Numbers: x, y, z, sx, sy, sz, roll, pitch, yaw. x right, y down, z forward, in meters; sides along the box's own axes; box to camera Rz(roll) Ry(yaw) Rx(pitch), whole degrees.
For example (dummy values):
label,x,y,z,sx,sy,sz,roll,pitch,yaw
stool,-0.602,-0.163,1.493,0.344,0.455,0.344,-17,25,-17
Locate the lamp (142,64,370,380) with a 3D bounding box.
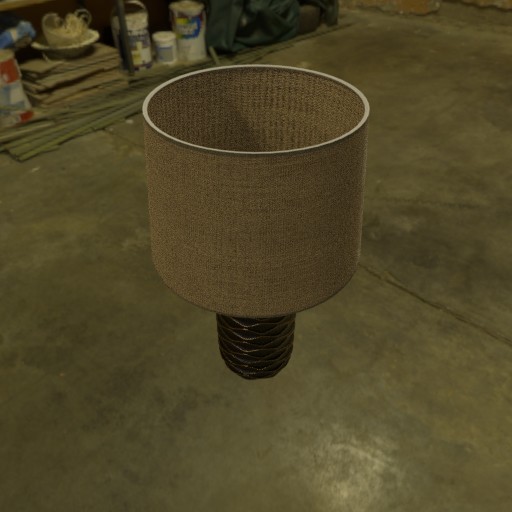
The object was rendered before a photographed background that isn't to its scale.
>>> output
label,x,y,z,sx,sy,sz,roll,pitch,yaw
lamp,0.000,0.000,0.837,0.376,0.594,0.376,0,41,0
